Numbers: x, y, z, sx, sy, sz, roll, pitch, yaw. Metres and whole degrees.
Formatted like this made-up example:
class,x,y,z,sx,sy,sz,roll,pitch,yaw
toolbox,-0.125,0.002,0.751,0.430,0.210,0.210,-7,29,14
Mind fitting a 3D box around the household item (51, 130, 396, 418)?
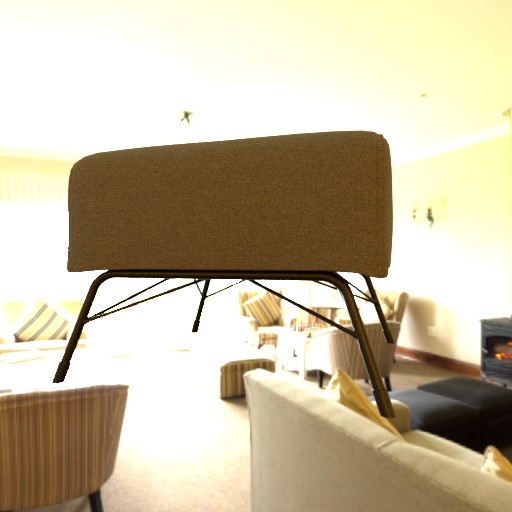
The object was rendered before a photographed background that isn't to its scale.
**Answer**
class,x,y,z,sx,sy,sz,roll,pitch,yaw
household item,0.000,0.000,0.885,0.530,0.410,0.530,0,0,17
